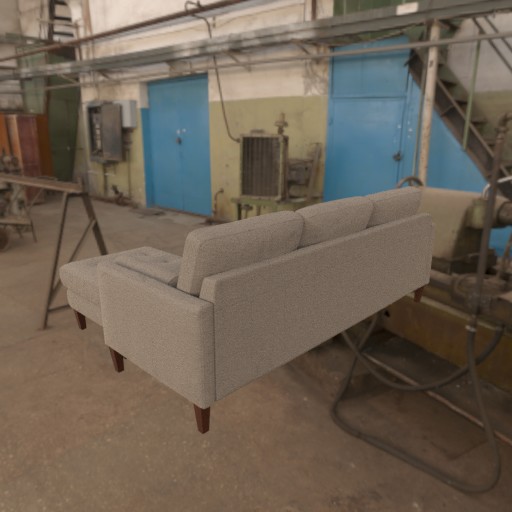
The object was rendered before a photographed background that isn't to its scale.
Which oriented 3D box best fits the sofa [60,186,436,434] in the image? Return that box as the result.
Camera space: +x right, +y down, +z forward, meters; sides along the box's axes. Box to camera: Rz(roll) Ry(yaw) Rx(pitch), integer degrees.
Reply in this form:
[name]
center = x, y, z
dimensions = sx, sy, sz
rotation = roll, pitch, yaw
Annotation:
[sofa]
center = 0.000, 0.000, 2.971
dimensions = 1.506, 0.875, 2.178
rotation = 15, 22, 42
